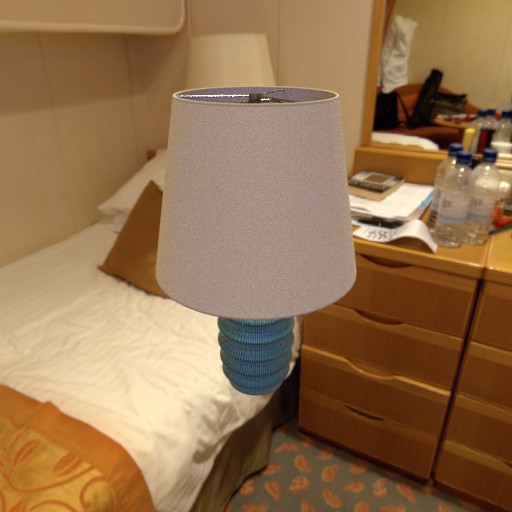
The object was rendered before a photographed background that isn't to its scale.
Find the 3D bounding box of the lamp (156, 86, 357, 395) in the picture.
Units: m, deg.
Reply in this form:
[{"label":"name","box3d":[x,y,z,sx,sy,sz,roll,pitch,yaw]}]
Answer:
[{"label":"lamp","box3d":[0.000,0.000,0.567,0.254,0.392,0.254,0,26,0]}]
